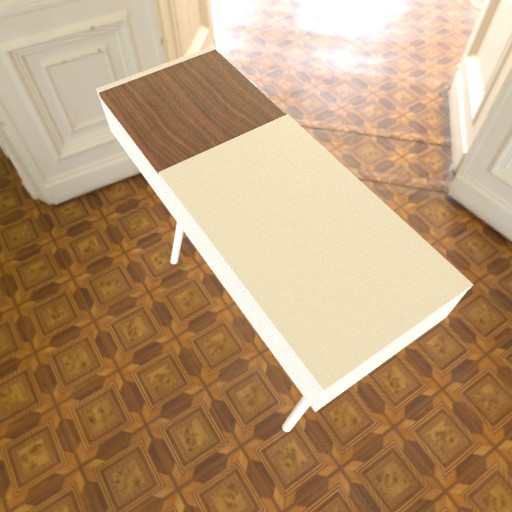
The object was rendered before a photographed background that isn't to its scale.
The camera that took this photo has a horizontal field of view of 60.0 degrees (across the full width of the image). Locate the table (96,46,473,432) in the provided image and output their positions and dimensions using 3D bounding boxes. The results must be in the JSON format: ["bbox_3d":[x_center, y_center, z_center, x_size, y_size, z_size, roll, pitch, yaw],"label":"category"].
[{"bbox_3d":[0.000,0.000,1.443,0.418,0.785,1.066,-29,61,-18],"label":"table"}]
